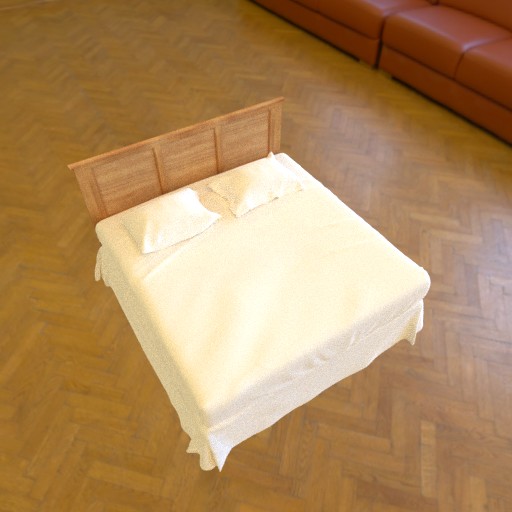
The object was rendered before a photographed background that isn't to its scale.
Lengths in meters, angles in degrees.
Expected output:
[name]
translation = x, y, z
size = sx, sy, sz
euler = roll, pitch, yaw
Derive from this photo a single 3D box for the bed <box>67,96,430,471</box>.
[bed]
translation = 0.000, 0.000, 3.610
size = 2.317, 1.270, 2.215
euler = -25, 52, -21
